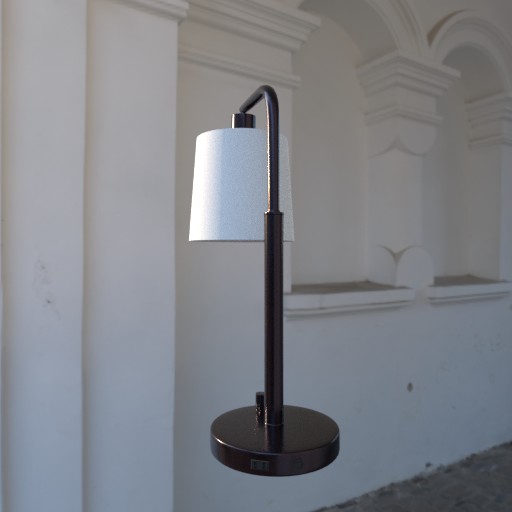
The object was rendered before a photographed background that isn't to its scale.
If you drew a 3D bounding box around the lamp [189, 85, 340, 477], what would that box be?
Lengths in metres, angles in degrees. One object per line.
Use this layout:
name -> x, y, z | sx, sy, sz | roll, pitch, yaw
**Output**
lamp -> 0.000, 0.000, 0.649 | 0.171, 0.489, 0.333 | 0, 0, -17
